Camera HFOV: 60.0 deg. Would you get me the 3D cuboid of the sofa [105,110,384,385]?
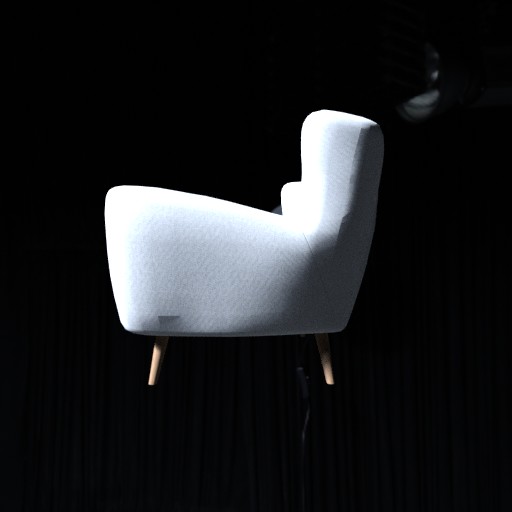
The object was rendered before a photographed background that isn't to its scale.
[{"bbox_3d":[0.000,0.000,1.989,0.921,0.878,1.424,0,-1,0],"label":"sofa"}]
